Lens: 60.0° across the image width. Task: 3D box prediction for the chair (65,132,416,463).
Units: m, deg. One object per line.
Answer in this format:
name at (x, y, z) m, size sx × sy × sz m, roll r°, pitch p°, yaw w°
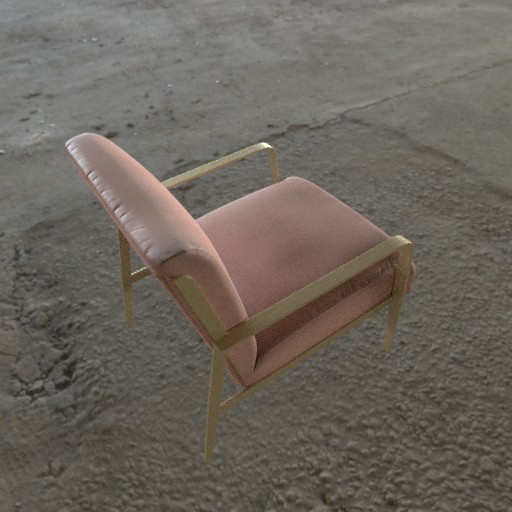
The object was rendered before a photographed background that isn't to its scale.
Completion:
chair at (0.000, 0.000, 1.432) m, size 0.848 × 0.823 × 0.701 m, roll -24°, pitch 47°, yaw -25°
